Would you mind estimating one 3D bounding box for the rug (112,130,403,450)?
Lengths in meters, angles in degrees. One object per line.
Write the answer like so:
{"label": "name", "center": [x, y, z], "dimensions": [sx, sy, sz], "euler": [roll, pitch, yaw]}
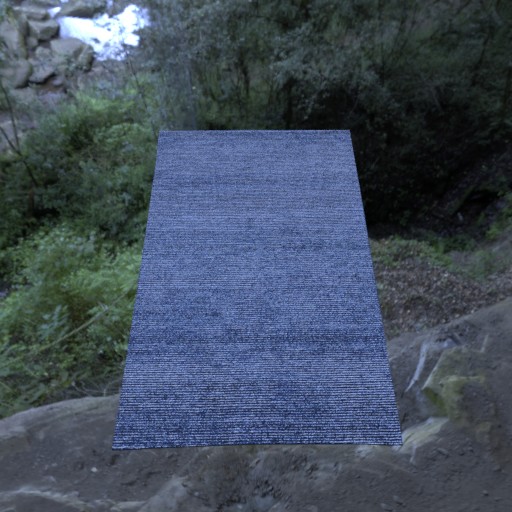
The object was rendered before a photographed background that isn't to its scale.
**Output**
{"label": "rug", "center": [0.000, 0.000, 2.221], "dimensions": [1.159, 0.025, 1.793], "euler": [0, 58, 0]}
